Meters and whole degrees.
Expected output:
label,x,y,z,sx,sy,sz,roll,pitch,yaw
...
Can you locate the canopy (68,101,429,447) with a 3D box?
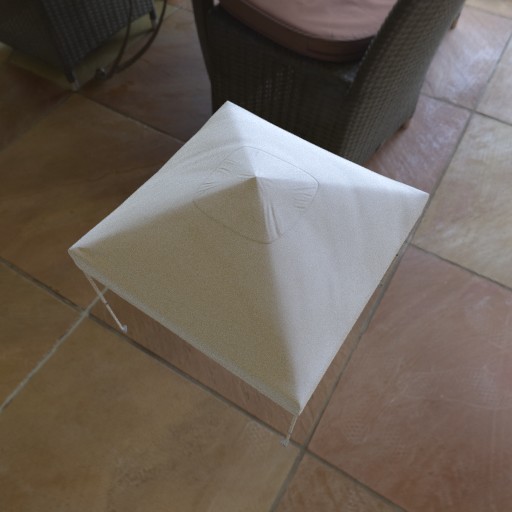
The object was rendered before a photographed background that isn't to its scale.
label,x,y,z,sx,sy,sz,roll,pitch,yaw
canopy,0.000,0.000,5.677,2.998,2.997,2.996,30,63,17
